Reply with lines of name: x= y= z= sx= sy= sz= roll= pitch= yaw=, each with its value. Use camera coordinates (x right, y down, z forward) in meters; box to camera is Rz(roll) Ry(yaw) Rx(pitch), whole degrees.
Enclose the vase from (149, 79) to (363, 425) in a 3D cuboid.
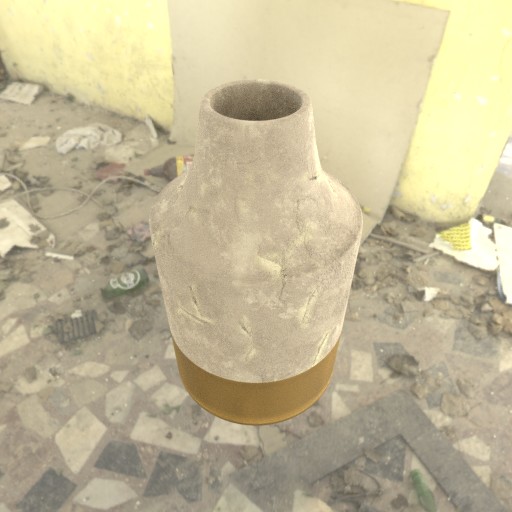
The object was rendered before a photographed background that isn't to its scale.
vase: x=0.000 y=0.000 z=0.421 sx=0.184 sy=0.305 sz=0.184 roll=0 pitch=42 yaw=0
